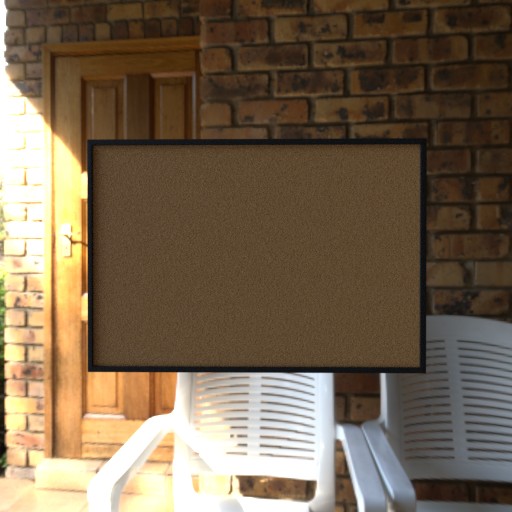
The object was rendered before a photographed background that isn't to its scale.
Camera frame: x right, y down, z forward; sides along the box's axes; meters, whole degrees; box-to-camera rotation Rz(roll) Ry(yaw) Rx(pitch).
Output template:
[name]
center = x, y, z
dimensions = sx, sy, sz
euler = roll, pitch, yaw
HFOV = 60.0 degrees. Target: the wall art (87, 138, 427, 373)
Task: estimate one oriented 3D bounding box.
[wall art]
center = 0.000, 0.000, 1.266
dimensions = 0.963, 0.665, 0.013
euler = 0, 0, 1
